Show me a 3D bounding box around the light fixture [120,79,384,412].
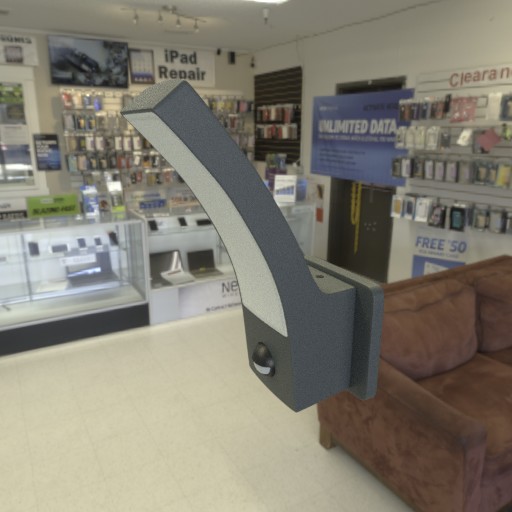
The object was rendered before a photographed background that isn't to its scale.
[{"bbox_3d":[0.000,0.000,0.338,0.174,0.243,0.108,-9,18,-27],"label":"light fixture"}]
